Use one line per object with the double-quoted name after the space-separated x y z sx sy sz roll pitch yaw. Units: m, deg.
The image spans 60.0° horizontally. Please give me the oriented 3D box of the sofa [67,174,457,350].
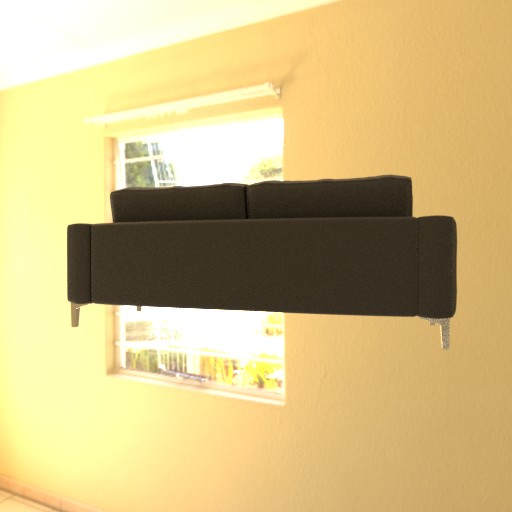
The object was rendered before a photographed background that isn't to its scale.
0.000 0.000 2.829 2.275 0.893 0.833 0 1 17 "sofa"
